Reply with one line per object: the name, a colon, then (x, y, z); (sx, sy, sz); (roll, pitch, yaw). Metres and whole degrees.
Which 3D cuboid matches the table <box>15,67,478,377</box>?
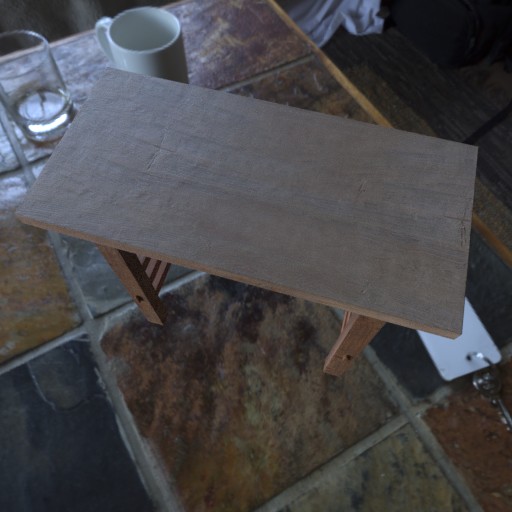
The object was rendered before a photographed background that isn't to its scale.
table: (0.000, 0.000, 1.584); (1.119, 0.914, 0.556); (15, 64, 7)
